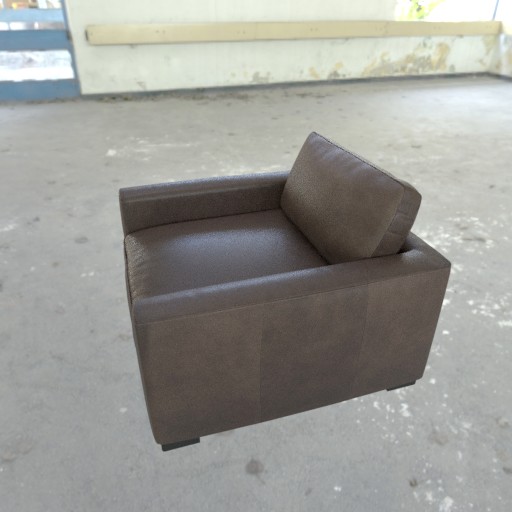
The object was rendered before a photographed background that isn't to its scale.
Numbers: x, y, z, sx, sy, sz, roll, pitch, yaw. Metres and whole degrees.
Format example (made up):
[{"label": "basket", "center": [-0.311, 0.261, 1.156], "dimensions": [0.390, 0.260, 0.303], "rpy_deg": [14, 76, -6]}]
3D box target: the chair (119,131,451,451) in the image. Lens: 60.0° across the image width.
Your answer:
[{"label": "chair", "center": [0.000, 0.000, 1.851], "dimensions": [1.069, 0.812, 1.100], "rpy_deg": [-9, 31, -15]}]
